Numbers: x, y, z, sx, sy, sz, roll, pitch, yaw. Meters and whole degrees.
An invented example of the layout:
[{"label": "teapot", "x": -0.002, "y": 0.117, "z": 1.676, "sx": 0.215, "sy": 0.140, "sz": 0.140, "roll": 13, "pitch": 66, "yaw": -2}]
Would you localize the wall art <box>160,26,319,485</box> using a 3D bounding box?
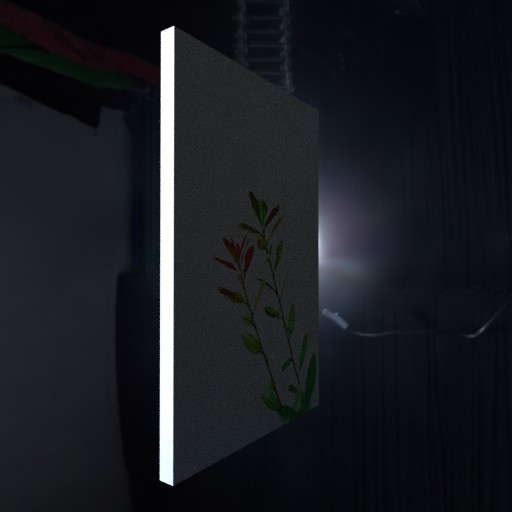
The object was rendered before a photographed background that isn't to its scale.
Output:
[{"label": "wall art", "x": 0.000, "y": 0.000, "z": 1.140, "sx": 0.039, "sy": 0.915, "sz": 0.612, "roll": -1, "pitch": -1, "yaw": 36}]
